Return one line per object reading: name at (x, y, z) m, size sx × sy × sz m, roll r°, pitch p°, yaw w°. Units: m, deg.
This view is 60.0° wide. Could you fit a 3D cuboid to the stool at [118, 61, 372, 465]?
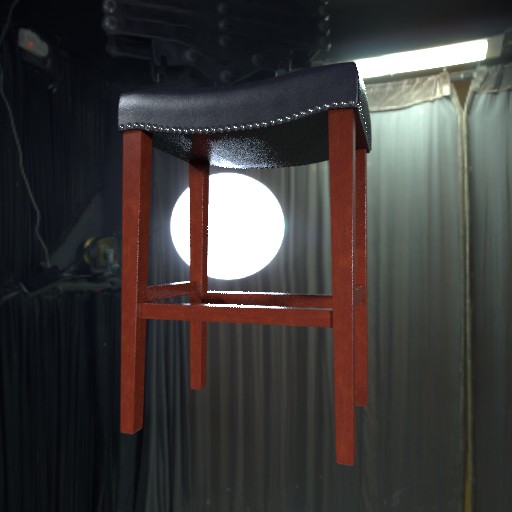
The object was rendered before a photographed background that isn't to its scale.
stool at (0.000, 0.000, 1.027) m, size 0.504 × 0.742 × 0.372 m, roll 0°, pitch 0°, yaw 18°
